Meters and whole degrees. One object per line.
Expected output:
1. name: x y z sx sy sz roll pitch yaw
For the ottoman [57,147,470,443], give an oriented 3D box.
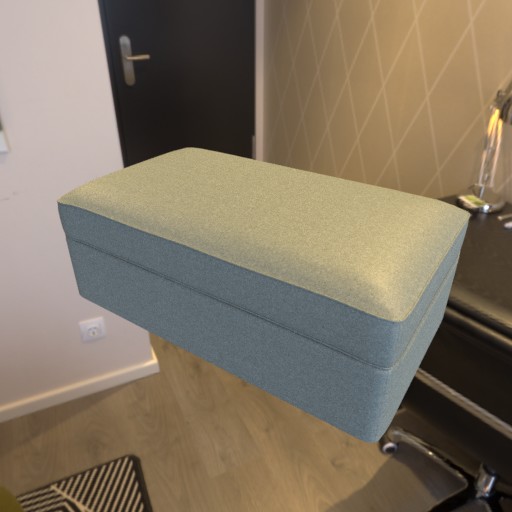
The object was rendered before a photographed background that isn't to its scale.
1. ottoman: 0.000 0.000 1.508 1.173 0.494 0.681 19 35 29
